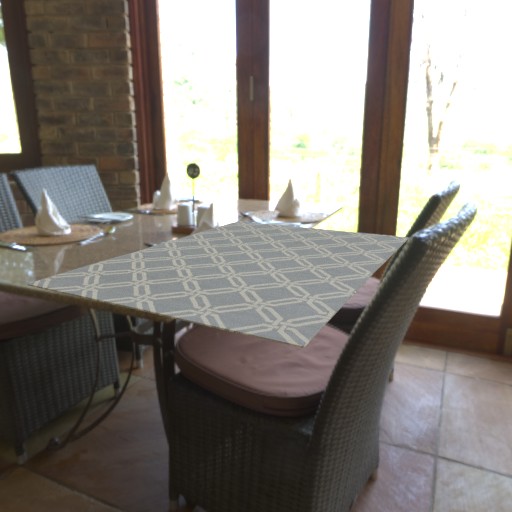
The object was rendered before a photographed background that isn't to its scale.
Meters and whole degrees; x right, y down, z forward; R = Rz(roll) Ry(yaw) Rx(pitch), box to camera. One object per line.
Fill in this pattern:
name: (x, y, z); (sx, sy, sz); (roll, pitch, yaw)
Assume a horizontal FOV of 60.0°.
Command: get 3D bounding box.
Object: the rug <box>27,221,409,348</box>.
rug: (0.000, 0.000, 2.825); (1.522, 0.013, 2.133); (8, 16, 27)
